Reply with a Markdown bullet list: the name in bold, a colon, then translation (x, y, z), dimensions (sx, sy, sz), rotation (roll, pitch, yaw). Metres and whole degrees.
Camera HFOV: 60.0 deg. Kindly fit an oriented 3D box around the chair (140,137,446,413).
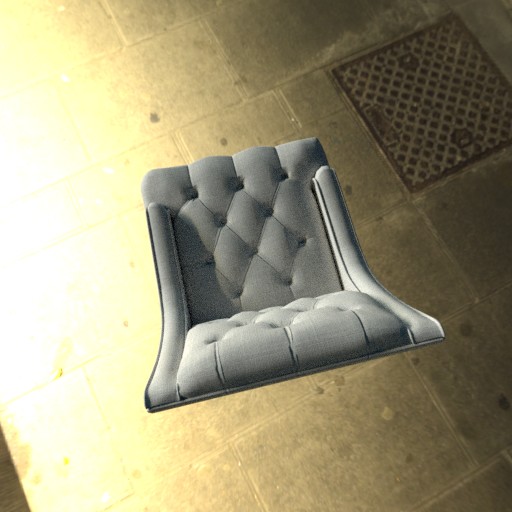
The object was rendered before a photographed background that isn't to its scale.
- **chair**: translation (0.000, 0.000, 1.407), dimensions (0.658, 0.891, 0.772), rotation (-13, 75, -4)
